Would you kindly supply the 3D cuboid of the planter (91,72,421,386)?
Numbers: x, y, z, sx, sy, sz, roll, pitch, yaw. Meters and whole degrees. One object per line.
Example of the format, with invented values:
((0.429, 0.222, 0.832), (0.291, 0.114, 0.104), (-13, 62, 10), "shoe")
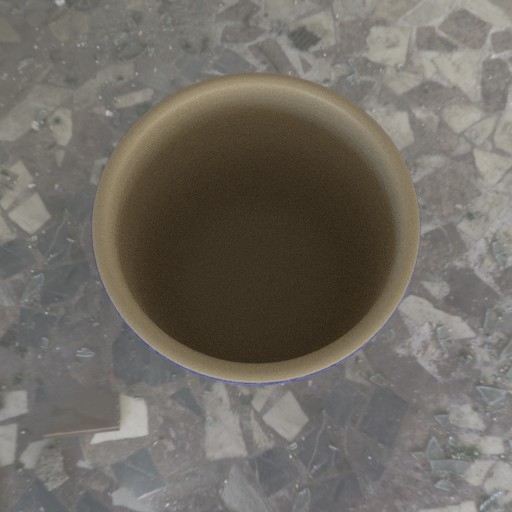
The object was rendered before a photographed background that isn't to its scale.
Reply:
((0.000, 0.000, 0.198), (0.109, 0.112, 0.109), (0, 75, 0), "planter")
